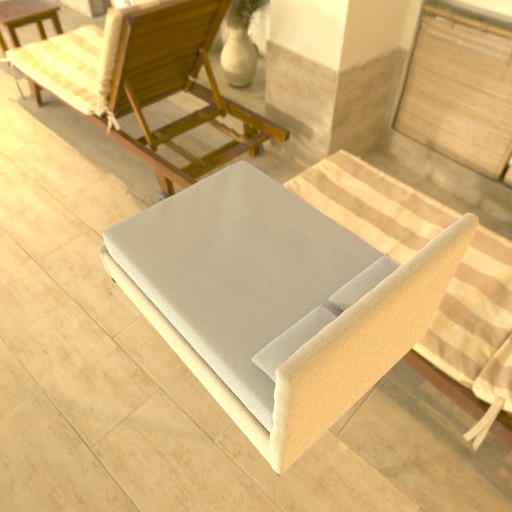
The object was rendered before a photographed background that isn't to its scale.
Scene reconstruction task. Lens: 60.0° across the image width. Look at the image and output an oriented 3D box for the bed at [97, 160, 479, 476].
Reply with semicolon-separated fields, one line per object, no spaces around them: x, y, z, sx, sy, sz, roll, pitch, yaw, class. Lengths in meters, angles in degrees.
0.000;0.000;3.497;1.698;1.427;2.387;-33;55;-27;bed
